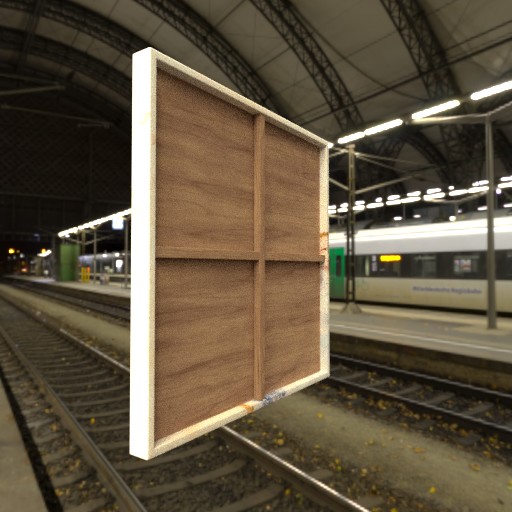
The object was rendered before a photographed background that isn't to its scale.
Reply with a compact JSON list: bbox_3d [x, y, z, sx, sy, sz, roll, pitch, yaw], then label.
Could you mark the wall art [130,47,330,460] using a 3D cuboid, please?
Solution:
[{"bbox_3d":[0.000,0.000,1.589,0.071,1.061,1.061,-1,-2,35],"label":"wall art"}]
